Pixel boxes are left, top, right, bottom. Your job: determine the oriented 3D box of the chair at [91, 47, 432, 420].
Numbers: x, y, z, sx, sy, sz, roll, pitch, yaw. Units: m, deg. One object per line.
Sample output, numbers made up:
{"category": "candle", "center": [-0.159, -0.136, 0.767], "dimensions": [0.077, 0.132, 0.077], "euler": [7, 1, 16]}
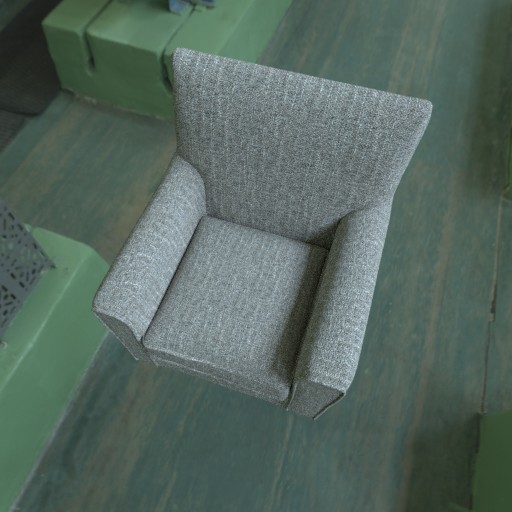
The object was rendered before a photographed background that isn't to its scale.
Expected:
{"category": "chair", "center": [0.000, 0.000, 1.606], "dimensions": [0.864, 0.928, 0.873], "euler": [16, 61, 9]}
